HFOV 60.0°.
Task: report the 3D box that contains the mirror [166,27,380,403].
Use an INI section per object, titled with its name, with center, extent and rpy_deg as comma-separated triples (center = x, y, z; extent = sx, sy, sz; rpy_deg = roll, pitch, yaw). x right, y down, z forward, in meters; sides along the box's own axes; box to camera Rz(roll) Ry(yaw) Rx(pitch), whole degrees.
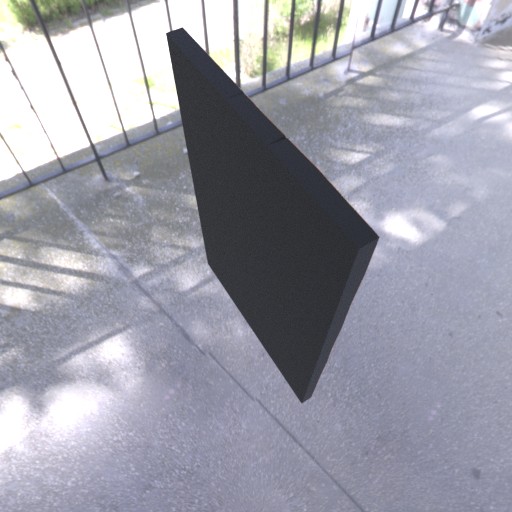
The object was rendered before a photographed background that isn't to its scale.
[mirror]
center = 0.000, 0.000, 1.148
extent = 0.044, 0.912, 0.606
rpy_deg = -28, 63, -16
